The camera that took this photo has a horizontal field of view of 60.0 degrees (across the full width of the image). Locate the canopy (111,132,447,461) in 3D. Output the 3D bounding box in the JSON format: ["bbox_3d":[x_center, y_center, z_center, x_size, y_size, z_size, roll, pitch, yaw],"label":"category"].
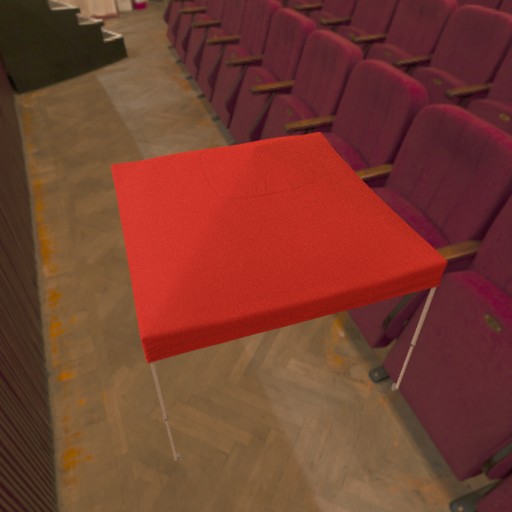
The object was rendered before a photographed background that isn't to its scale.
[{"bbox_3d":[0.000,0.000,5.529,2.996,2.997,2.998,-12,43,-14],"label":"canopy"}]
